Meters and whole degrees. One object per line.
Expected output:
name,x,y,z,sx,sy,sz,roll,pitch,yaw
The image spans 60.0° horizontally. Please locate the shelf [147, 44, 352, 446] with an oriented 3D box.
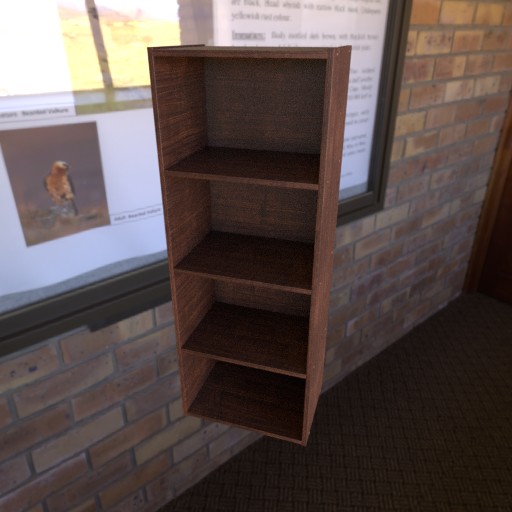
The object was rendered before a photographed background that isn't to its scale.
shelf,0.000,0.000,1.284,0.415,1.099,0.290,8,28,16
